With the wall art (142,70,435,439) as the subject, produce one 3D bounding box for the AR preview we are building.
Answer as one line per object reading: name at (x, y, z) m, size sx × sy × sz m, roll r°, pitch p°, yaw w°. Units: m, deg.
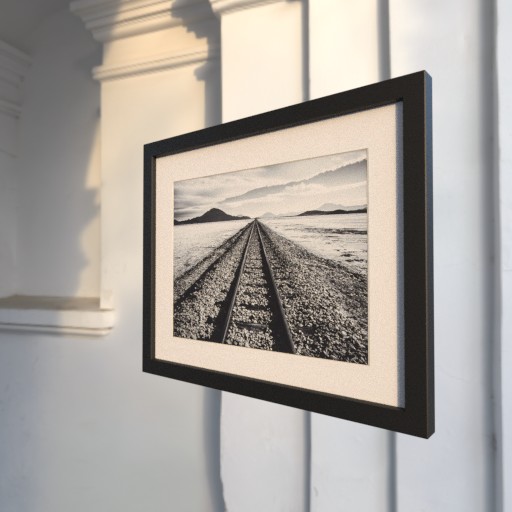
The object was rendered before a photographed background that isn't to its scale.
wall art at (0.000, 0.000, 0.731) m, size 0.559 × 0.458 × 0.029 m, roll -1°, pitch -1°, yaw 38°
